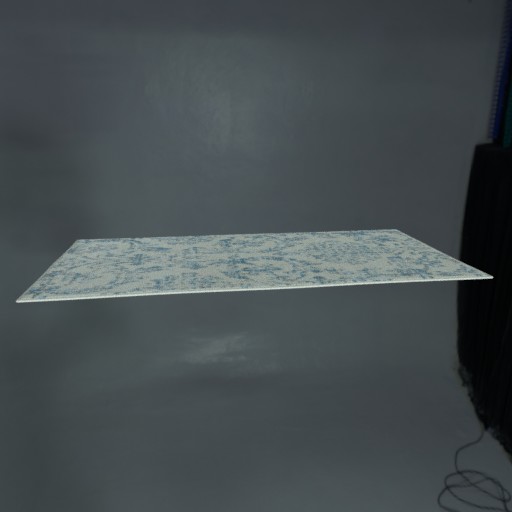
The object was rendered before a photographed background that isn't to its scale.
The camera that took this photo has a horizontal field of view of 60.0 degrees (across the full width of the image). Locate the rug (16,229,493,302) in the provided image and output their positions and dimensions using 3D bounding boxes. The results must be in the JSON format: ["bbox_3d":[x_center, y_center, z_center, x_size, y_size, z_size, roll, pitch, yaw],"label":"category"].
[{"bbox_3d":[0.000,0.000,1.401,1.220,0.007,0.605,-2,16,-8],"label":"rug"}]
